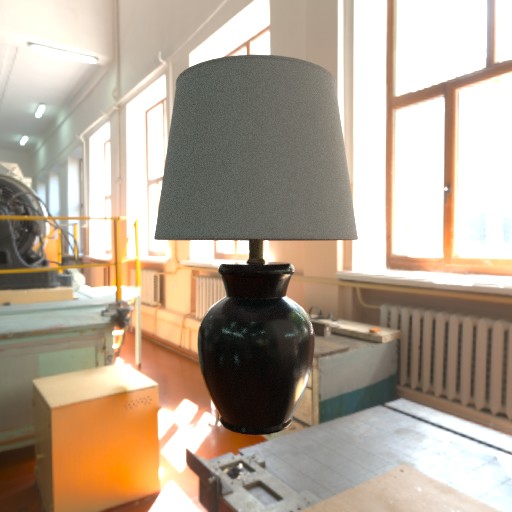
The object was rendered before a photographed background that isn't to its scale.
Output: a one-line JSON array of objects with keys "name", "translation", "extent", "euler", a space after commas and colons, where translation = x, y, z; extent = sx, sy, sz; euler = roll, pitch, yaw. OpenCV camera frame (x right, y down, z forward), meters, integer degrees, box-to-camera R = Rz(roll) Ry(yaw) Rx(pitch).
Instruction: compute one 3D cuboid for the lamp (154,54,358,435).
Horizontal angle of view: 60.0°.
[{"name": "lamp", "translation": [0.000, 0.000, 0.532], "extent": [0.239, 0.399, 0.239], "euler": [0, 2, 0]}]
